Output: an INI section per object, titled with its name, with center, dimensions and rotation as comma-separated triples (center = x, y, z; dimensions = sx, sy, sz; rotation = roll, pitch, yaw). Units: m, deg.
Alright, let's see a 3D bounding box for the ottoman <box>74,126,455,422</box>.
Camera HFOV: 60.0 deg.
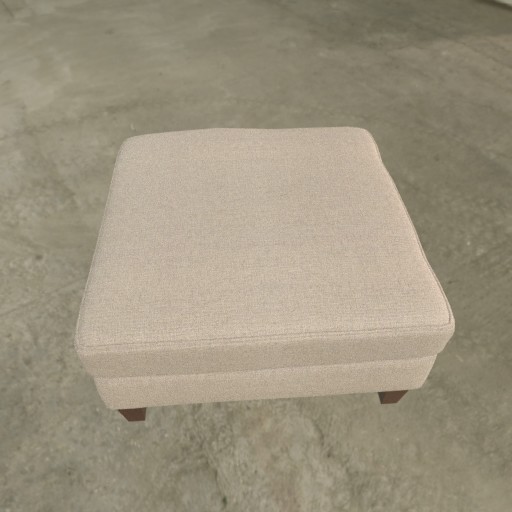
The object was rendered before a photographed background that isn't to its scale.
[ottoman]
center = 0.000, 0.000, 1.343
dimensions = 0.838, 0.481, 0.838
rotation = -3, 47, -3
